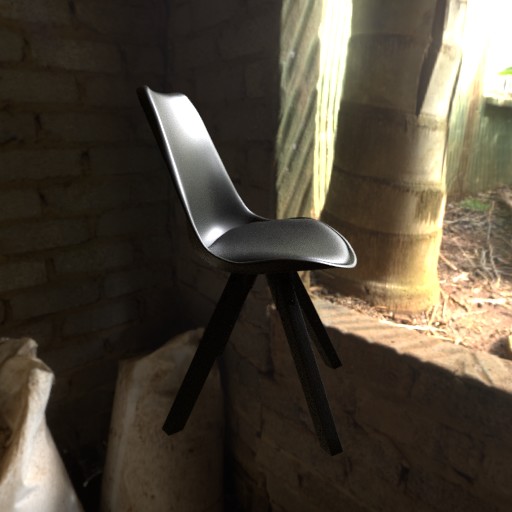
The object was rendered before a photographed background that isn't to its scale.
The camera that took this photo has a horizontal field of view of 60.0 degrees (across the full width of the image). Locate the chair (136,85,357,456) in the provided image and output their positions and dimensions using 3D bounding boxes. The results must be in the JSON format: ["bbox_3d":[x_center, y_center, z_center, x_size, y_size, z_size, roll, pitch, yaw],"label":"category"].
[{"bbox_3d":[0.000,0.000,1.192,0.530,0.850,0.485,3,16,10],"label":"chair"}]
